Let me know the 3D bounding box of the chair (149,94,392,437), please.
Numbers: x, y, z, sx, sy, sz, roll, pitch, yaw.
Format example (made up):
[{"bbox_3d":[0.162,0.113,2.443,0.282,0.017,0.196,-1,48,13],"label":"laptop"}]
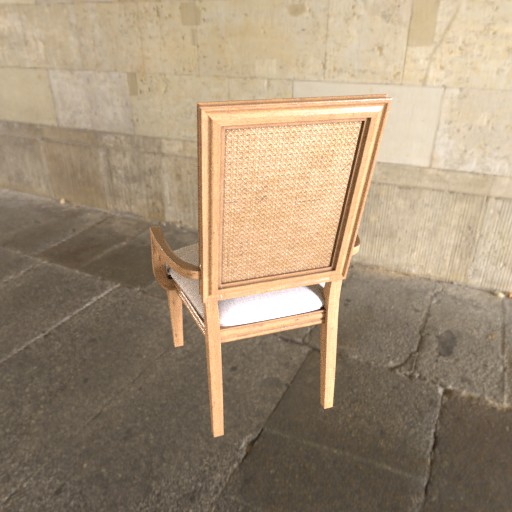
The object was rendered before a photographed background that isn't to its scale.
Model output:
[{"bbox_3d":[0.000,0.000,1.364,0.606,0.990,0.602,-8,28,-16],"label":"chair"}]
